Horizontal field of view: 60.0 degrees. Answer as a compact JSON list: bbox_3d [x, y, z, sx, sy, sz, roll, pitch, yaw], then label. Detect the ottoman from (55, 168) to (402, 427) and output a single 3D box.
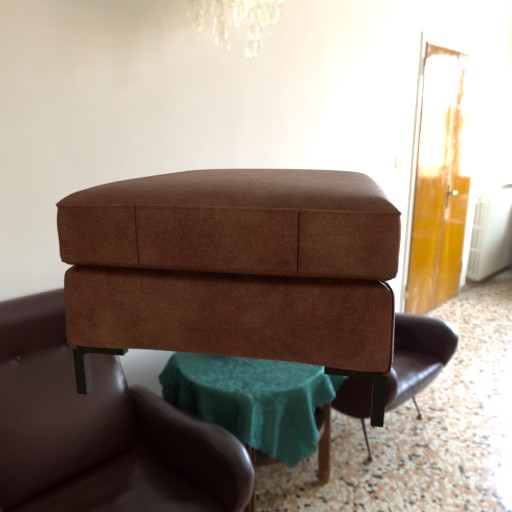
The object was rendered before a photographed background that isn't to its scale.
[{"bbox_3d":[0.000,0.000,1.775,0.965,0.667,1.186,3,14,10],"label":"ottoman"}]
